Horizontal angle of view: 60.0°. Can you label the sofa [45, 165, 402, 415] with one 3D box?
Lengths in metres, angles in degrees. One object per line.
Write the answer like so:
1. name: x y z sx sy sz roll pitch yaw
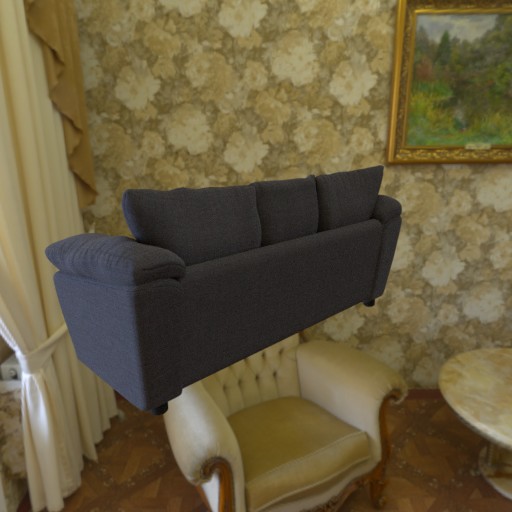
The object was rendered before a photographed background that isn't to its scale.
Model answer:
1. sofa: 0.000 0.000 2.864 0.883 1.080 2.336 15 22 43
